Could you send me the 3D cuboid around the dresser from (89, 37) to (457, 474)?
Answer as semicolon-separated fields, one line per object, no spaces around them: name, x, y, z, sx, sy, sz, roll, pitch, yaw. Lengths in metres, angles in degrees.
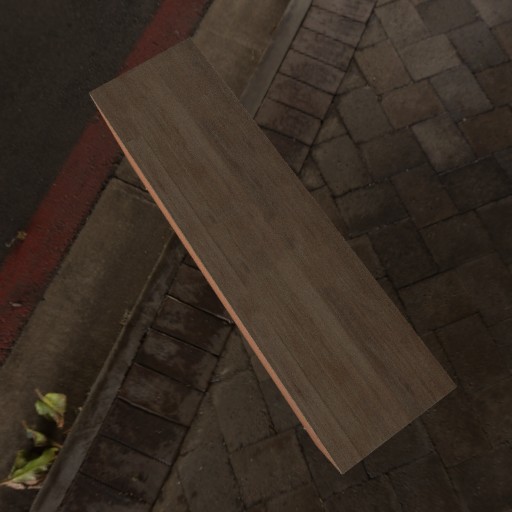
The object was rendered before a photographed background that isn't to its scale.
dresser;0.000;0.000;1.925;0.455;0.788;1.602;-33;77;-8
